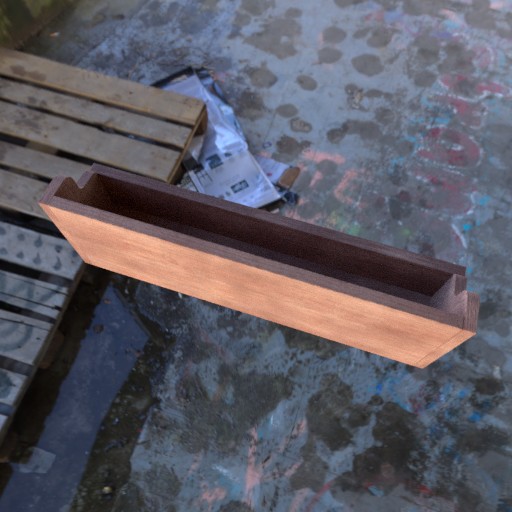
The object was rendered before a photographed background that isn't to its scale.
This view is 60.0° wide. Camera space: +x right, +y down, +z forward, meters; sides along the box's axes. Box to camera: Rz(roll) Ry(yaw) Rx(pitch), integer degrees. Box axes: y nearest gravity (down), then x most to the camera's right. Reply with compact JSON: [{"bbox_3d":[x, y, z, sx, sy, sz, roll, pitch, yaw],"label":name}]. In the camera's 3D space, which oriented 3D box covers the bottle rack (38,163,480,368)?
[{"bbox_3d":[0.000,0.000,0.698,0.608,0.196,0.126,16,65,8],"label":"bottle rack"}]
